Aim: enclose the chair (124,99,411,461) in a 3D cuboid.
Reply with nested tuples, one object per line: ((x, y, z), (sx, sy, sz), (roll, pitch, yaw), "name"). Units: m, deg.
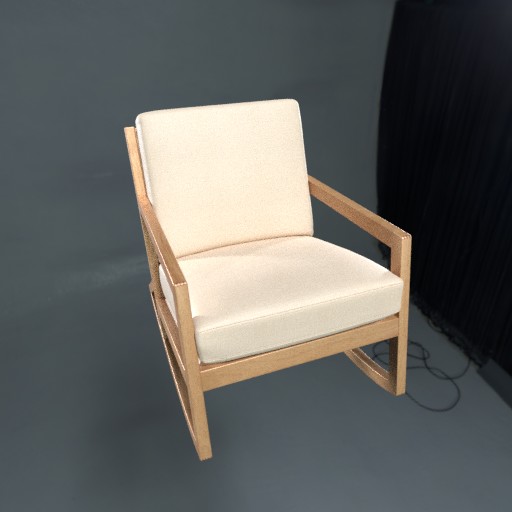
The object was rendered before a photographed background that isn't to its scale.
((0.000, 0.000, 1.404), (0.622, 0.790, 0.857), (-11, 34, -17), "chair")
